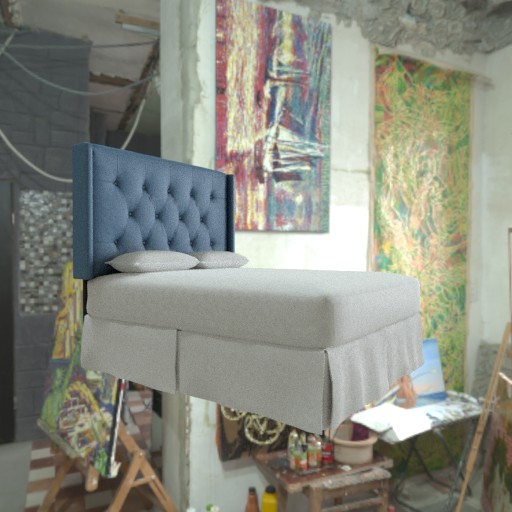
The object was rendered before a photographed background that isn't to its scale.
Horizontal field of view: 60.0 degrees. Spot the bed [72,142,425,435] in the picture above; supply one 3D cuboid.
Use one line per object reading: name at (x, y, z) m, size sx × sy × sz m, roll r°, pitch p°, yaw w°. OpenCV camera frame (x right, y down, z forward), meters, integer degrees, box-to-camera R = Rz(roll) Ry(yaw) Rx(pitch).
bed at (0.000, 0.000, 3.334) m, size 2.078 × 1.665 × 1.719 m, roll 1°, pitch 1°, yaw 36°
